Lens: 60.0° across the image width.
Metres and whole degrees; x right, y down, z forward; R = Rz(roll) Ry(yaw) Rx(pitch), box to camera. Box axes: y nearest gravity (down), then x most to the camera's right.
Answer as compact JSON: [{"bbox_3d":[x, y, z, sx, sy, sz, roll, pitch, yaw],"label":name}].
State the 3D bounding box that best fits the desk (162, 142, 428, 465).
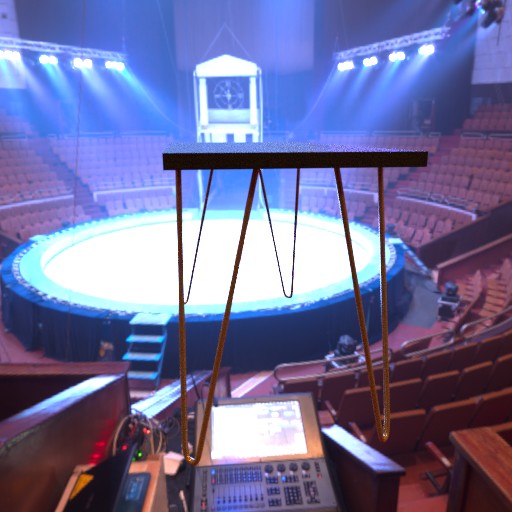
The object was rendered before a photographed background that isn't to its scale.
[{"bbox_3d":[0.000,0.000,1.364,0.499,0.660,0.991,-3,16,-9],"label":"desk"}]
